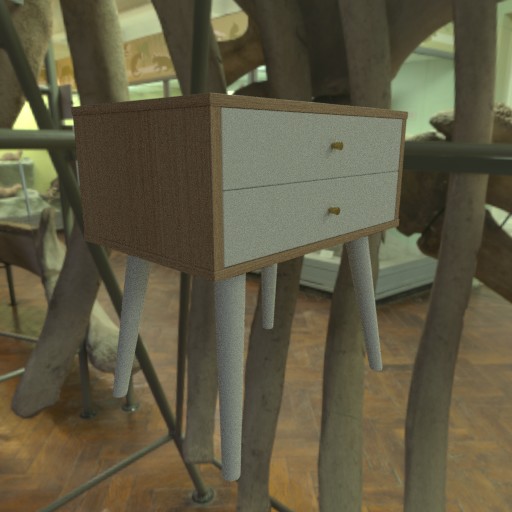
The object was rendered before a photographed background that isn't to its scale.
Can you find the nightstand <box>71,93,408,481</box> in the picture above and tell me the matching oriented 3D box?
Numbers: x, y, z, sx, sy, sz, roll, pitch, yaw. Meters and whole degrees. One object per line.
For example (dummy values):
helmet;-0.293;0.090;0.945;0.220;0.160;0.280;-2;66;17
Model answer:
nightstand;0.000;0.000;0.968;0.407;0.610;0.571;14;20;41
